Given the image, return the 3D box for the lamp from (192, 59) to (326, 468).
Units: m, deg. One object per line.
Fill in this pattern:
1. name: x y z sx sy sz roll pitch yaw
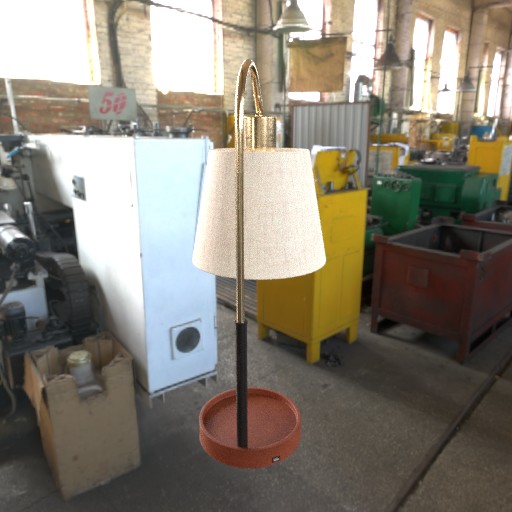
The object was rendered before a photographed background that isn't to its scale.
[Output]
1. lamp: 0.000 0.000 0.672 0.211 0.536 0.273 2 16 9
